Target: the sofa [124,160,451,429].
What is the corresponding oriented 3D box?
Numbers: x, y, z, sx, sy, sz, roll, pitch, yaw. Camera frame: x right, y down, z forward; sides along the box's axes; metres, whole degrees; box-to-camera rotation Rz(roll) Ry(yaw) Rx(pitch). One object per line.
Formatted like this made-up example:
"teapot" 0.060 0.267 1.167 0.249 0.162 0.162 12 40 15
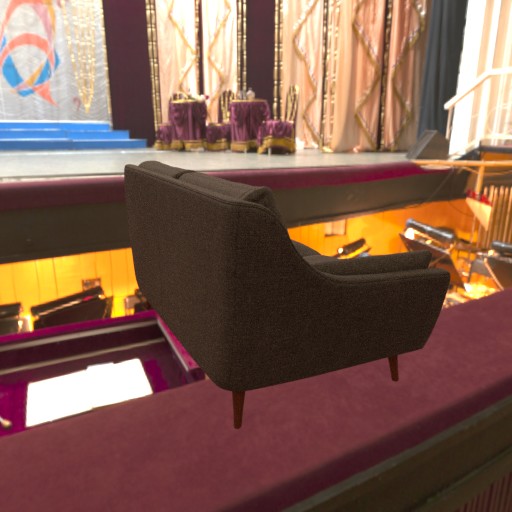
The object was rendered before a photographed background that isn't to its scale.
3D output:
"sofa" 0.000 0.000 2.236 0.976 0.887 1.646 -9 18 -27
